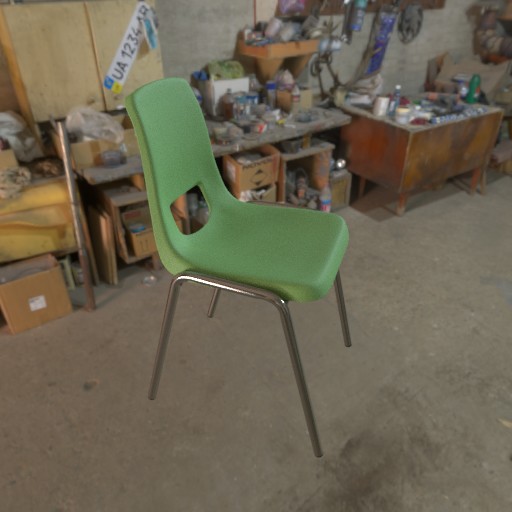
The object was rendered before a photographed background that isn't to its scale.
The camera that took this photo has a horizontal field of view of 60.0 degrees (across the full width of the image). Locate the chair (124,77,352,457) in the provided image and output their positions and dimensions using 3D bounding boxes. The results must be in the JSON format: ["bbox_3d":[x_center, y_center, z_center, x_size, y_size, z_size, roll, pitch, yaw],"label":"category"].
[{"bbox_3d":[0.000,0.000,0.974,0.436,0.704,0.381,11,33,17],"label":"chair"}]
